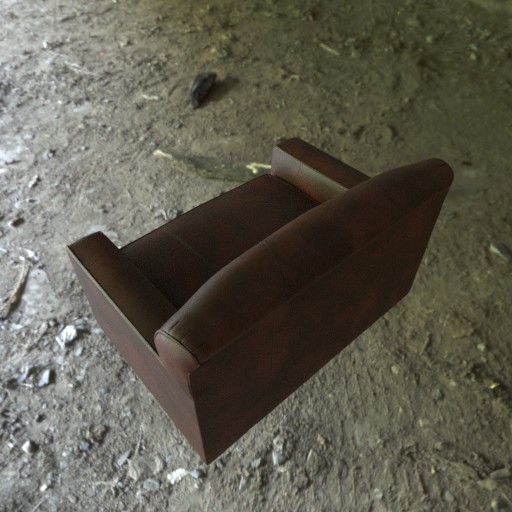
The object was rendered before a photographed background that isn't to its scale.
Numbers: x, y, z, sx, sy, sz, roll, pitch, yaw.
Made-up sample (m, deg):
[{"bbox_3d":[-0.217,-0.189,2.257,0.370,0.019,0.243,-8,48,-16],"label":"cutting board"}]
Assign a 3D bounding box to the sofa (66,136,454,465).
[{"bbox_3d":[0.000,0.000,2.066,1.413,0.956,1.000,-32,53,-28],"label":"sofa"}]
